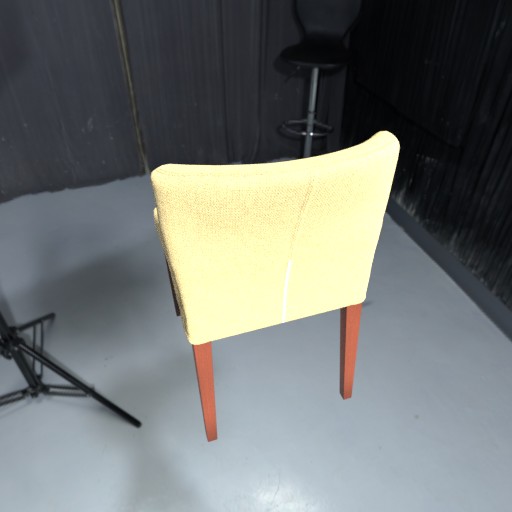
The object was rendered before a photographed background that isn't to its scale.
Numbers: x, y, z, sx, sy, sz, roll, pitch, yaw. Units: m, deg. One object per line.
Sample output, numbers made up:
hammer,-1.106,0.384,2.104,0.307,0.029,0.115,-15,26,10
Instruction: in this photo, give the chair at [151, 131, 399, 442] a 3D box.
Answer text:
chair,0.000,0.000,1.184,0.491,0.839,0.589,-12,42,-14
